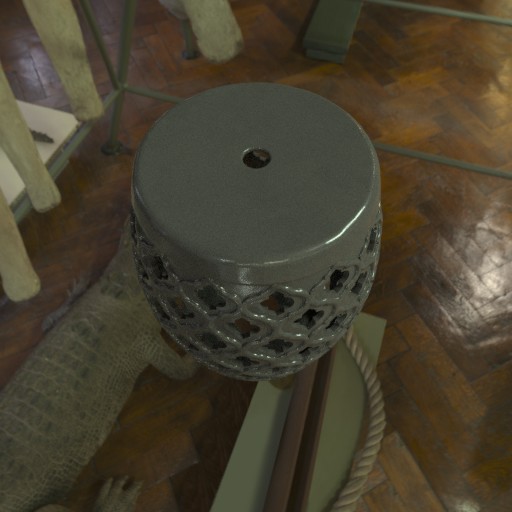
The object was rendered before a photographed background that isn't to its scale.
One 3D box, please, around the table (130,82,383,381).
[{"bbox_3d":[0.000,0.000,0.629,0.325,0.388,0.325,0,58,0],"label":"table"}]
